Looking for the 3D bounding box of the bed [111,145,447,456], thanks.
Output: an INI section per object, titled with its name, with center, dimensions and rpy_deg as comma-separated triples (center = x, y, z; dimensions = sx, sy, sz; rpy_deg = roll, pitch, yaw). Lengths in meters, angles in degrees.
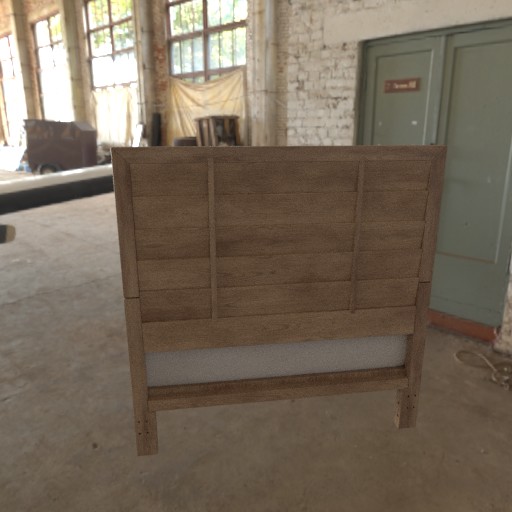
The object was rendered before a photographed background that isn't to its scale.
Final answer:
[bed]
center = 0.000, 0.000, 3.257
dimensions = 1.615, 1.631, 2.017
rpy_deg = -2, 16, -8
